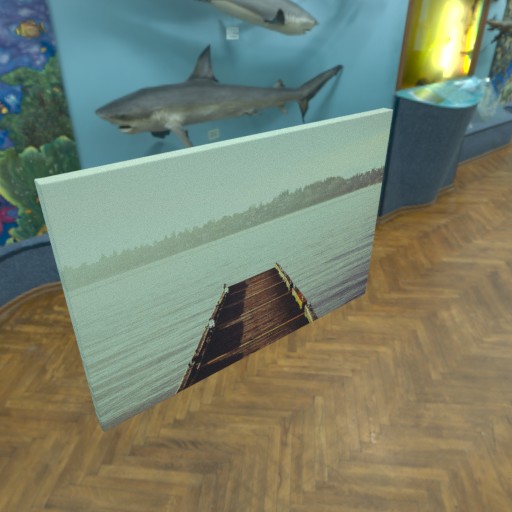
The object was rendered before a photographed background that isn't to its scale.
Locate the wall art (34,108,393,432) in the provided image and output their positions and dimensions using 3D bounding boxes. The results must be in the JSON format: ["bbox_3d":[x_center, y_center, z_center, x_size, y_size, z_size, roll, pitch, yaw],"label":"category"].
[{"bbox_3d":[0.000,0.000,1.414,1.149,0.765,0.040,-21,36,-32],"label":"wall art"}]
